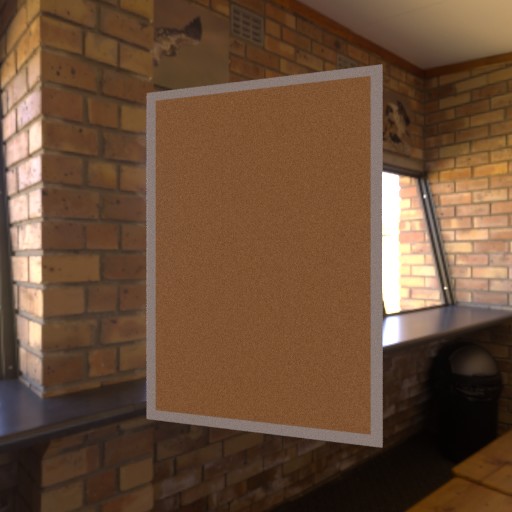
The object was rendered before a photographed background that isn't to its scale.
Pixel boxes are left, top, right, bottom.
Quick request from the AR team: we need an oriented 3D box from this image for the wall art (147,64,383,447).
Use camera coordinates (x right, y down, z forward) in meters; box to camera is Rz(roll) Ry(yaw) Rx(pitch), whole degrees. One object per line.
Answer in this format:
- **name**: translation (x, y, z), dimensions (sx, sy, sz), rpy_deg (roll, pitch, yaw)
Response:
- **wall art**: translation (0.000, 0.000, 0.831), dimensions (0.456, 0.656, 0.013), rpy_deg (0, 0, 17)
